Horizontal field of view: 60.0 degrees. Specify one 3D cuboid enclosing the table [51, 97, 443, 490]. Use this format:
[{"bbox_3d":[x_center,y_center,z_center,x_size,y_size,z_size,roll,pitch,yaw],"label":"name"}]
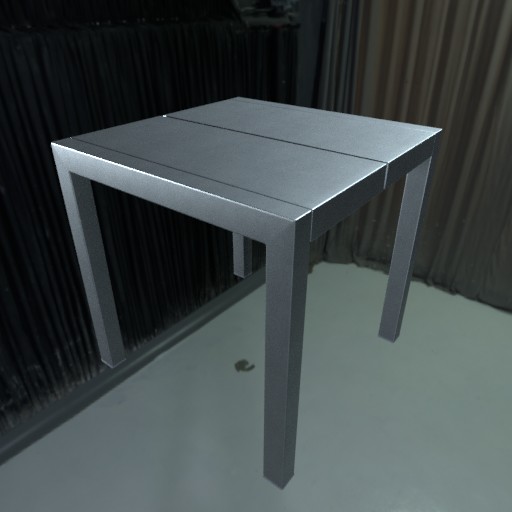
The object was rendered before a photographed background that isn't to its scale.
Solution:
[{"bbox_3d":[0.000,0.000,0.931,0.508,0.508,0.508,21,37,32],"label":"table"}]
